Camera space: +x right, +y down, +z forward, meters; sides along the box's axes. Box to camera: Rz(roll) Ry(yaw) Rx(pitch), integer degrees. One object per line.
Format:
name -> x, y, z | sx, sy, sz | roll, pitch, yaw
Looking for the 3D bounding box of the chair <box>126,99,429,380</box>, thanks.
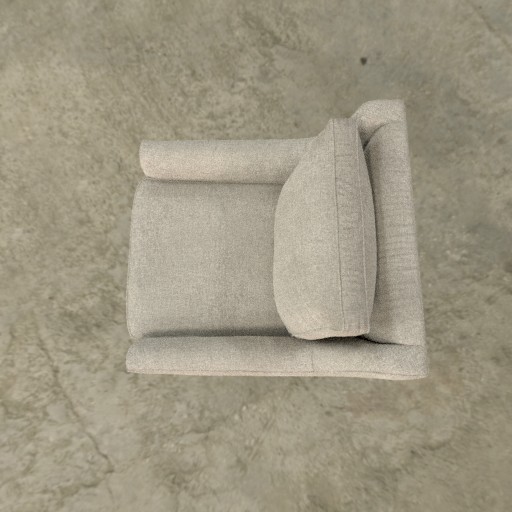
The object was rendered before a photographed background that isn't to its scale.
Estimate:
chair -> 0.000, 0.000, 1.586 | 0.918, 0.864, 0.838 | 0, 76, 0
